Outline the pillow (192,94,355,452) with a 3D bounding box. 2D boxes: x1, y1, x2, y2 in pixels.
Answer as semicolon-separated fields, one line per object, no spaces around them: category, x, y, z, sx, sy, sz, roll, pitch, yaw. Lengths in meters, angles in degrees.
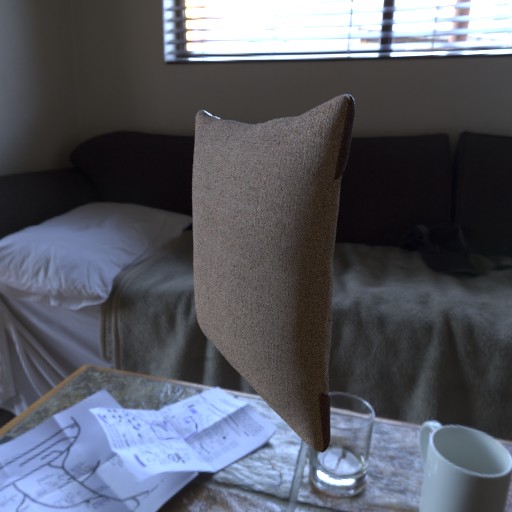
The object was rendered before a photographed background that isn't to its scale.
pillow;0.000;0.000;0.691;0.147;0.448;0.437;-8;18;-27
